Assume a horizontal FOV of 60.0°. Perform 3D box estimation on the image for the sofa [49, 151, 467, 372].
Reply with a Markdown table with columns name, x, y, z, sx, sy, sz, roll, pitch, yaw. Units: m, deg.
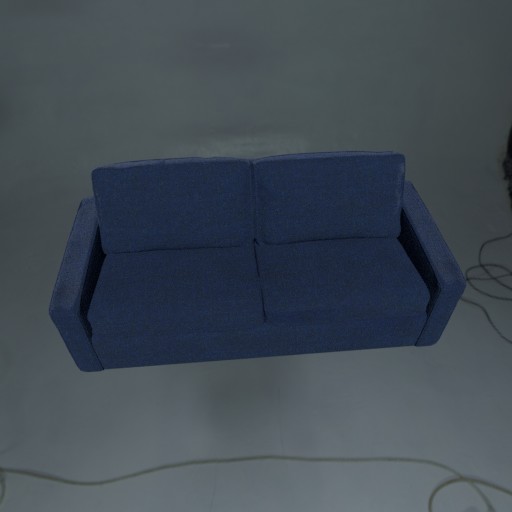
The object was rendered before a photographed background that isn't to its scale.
| name | x | y | z | sx | sy | sz | roll | pitch | yaw |
| --- | --- | --- | --- | --- | --- | --- | --- | --- | --- |
| sofa | 0.000 | 0.000 | 2.555 | 2.080 | 0.919 | 0.940 | -4 | 46 | -3 |
